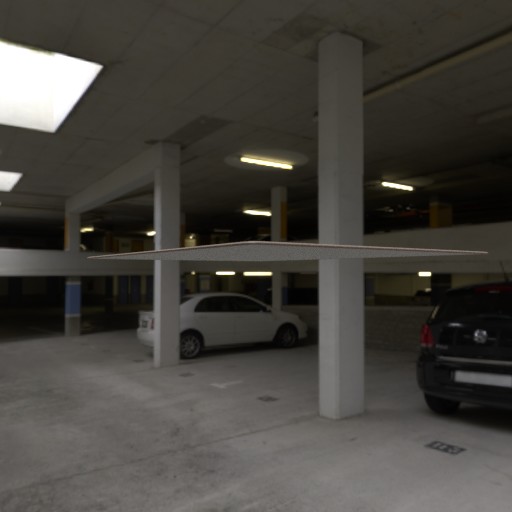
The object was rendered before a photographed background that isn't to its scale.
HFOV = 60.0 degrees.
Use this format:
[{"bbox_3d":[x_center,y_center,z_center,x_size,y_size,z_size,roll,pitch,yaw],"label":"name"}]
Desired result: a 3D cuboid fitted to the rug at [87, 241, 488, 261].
[{"bbox_3d":[0.000,0.000,2.763,1.517,0.013,2.115,1,-2,-35],"label":"rug"}]
